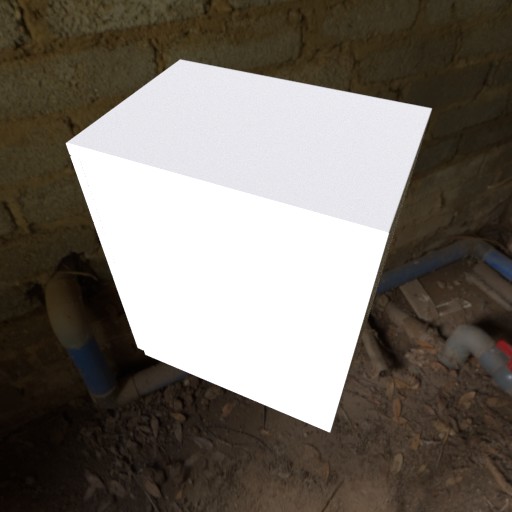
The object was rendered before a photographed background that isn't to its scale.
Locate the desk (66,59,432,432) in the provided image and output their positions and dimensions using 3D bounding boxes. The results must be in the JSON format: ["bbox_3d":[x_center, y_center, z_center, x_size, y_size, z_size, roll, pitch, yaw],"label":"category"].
[{"bbox_3d":[0.000,0.000,1.114,0.600,0.730,0.404,18,49,16],"label":"desk"}]
